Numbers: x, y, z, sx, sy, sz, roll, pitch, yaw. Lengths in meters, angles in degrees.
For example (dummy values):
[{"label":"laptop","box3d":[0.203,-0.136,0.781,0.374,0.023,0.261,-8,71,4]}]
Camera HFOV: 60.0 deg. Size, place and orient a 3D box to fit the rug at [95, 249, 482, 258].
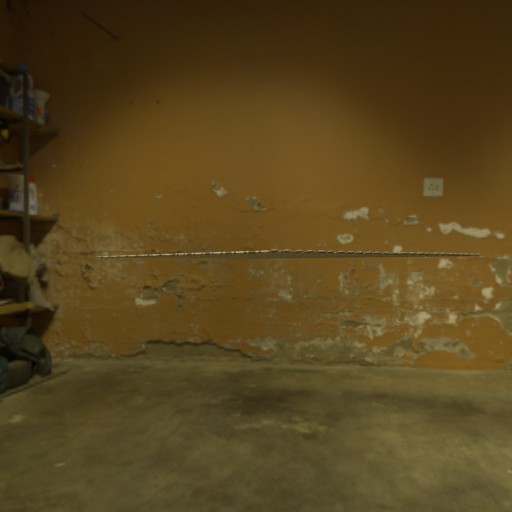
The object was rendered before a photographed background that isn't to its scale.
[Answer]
[{"label":"rug","box3d":[0.000,0.000,3.137,1.563,0.014,2.425,1,-1,-36]}]
